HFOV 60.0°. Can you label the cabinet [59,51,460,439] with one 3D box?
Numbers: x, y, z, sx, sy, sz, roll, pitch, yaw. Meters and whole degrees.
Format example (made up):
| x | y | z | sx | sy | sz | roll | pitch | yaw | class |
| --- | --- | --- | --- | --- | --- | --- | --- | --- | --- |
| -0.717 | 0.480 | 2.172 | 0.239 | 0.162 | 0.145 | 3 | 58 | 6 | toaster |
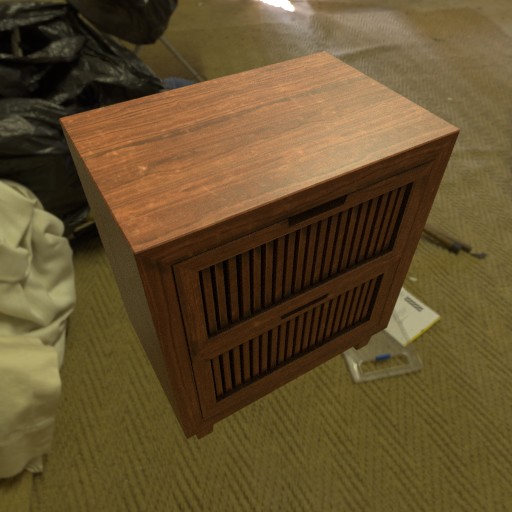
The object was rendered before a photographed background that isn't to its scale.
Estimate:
| x | y | z | sx | sy | sz | roll | pitch | yaw | class |
| --- | --- | --- | --- | --- | --- | --- | --- | --- | --- |
| 0.000 | 0.000 | 1.053 | 0.607 | 0.695 | 0.410 | -23 | 50 | -21 | cabinet |
